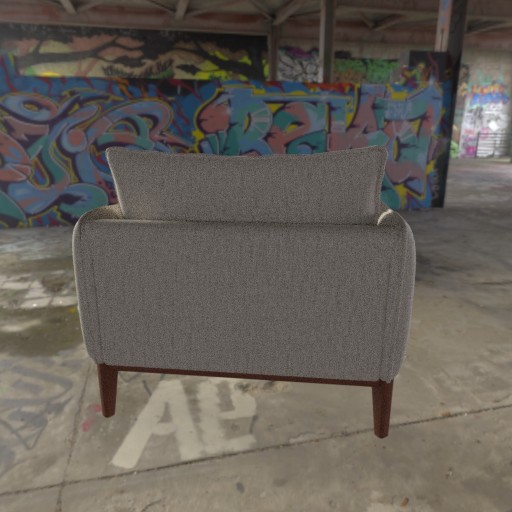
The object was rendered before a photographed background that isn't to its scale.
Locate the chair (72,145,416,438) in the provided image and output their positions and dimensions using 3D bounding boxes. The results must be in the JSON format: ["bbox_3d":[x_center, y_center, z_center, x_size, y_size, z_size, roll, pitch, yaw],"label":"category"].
[{"bbox_3d":[0.000,0.000,1.697,0.994,0.855,0.991,2,16,6],"label":"chair"}]
